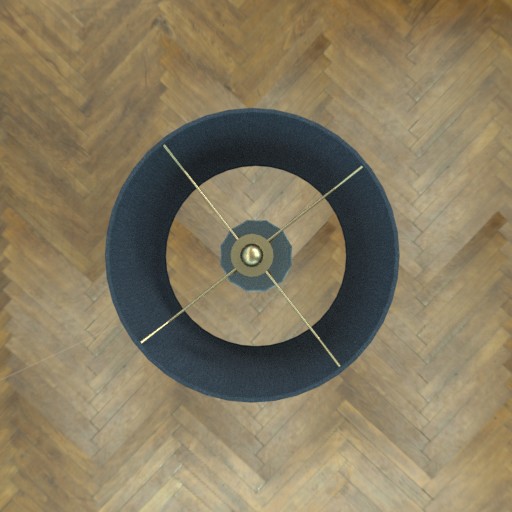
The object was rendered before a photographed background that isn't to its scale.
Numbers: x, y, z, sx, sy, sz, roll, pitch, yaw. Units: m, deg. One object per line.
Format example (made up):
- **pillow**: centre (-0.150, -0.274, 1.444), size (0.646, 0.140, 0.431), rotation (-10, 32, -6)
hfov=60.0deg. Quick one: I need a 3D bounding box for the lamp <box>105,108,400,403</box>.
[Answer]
- **lamp**: centre (0.000, 0.000, 0.683), size (0.277, 0.537, 0.277), rotation (0, 90, 1)
